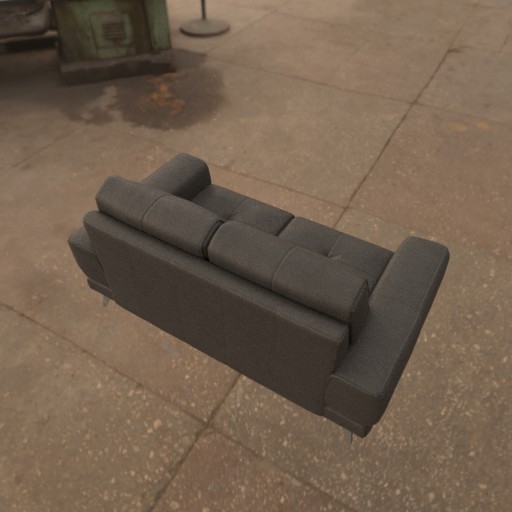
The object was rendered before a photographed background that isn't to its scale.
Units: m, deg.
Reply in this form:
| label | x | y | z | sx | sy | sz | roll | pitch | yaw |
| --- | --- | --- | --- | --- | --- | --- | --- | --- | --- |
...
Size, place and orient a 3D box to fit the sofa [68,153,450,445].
| label | x | y | z | sx | sy | sz | roll | pitch | yaw |
| --- | --- | --- | --- | --- | --- | --- | --- | --- | --- |
| sofa | 0.000 | 0.000 | 2.382 | 1.806 | 0.907 | 1.018 | 23 | 49 | 22 |
